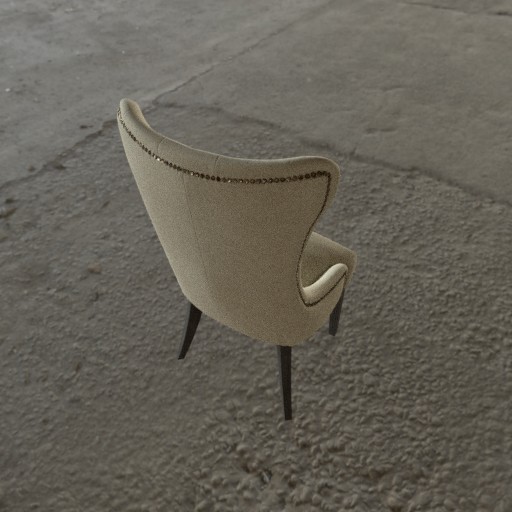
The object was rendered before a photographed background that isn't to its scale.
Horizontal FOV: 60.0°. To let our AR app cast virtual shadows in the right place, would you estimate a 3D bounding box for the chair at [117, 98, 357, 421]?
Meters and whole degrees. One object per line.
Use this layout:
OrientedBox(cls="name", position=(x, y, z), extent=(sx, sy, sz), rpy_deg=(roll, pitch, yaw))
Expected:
OrientedBox(cls="chair", position=(0.000, 0.000, 1.436), extent=(0.584, 1.065, 0.590), rpy_deg=(23, 48, 22))
